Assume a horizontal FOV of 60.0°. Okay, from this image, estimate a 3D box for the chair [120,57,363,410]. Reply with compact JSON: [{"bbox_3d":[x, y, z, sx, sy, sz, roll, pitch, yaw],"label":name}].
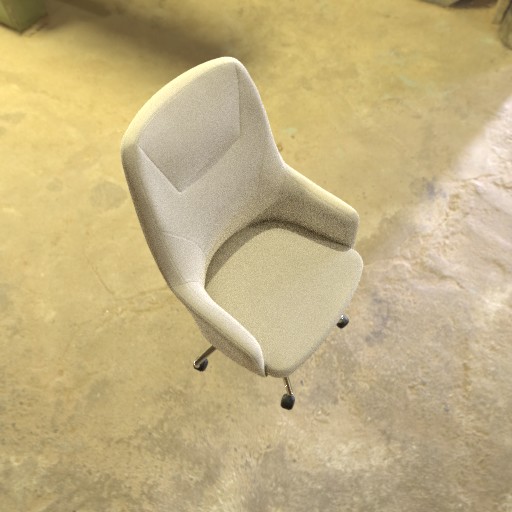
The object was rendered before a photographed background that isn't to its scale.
[{"bbox_3d":[0.000,0.000,1.426,0.640,1.049,0.620,31,63,18],"label":"chair"}]
